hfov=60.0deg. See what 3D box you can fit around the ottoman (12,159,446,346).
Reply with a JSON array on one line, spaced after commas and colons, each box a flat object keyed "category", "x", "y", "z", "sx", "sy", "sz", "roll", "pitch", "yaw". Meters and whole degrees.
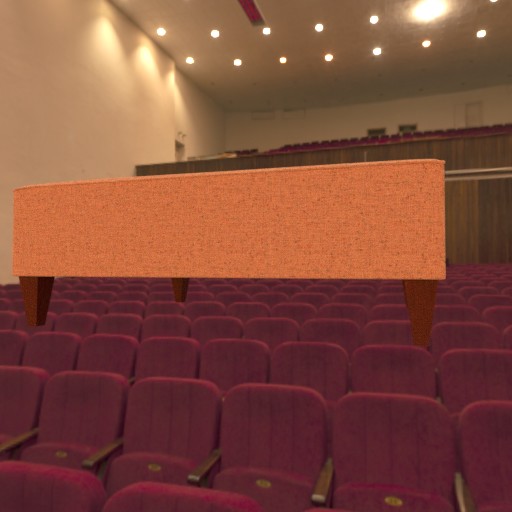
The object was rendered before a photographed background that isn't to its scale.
[{"category": "ottoman", "x": 0.000, "y": 0.000, "z": 1.139, "sx": 0.835, "sy": 0.303, "sz": 0.736, "roll": 0, "pitch": -1, "yaw": 18}]
